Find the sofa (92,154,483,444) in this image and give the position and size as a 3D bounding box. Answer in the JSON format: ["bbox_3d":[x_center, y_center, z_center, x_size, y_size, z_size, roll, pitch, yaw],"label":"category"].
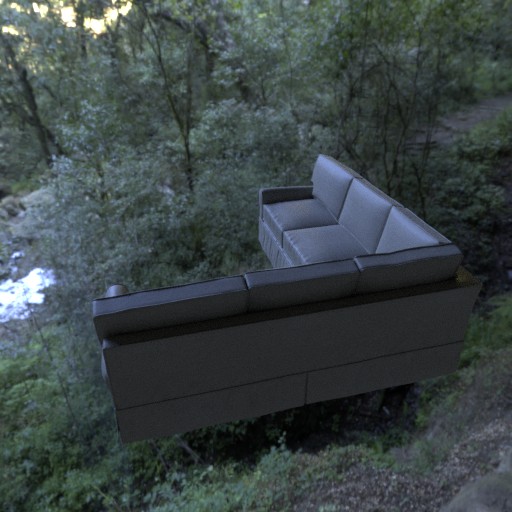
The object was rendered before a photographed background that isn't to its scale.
[{"bbox_3d":[0.000,0.000,4.042,2.623,1.081,2.618,-8,31,-13],"label":"sofa"}]
